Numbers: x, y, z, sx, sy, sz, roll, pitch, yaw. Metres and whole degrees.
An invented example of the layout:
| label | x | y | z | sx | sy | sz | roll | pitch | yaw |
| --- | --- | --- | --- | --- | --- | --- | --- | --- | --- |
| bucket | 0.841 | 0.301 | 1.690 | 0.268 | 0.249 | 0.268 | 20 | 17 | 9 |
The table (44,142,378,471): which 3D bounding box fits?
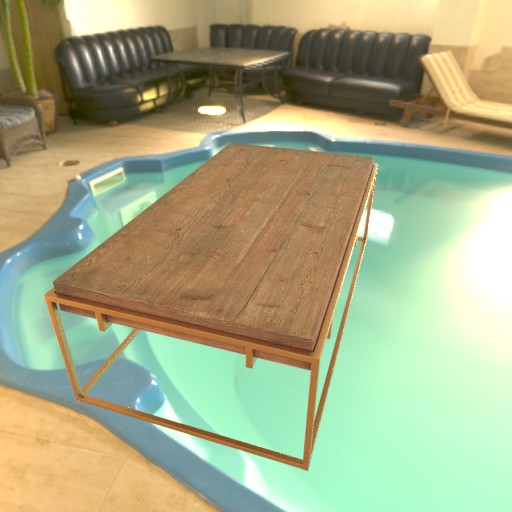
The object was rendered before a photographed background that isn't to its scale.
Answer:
| label | x | y | z | sx | sy | sz | roll | pitch | yaw |
| --- | --- | --- | --- | --- | --- | --- | --- | --- | --- |
| table | 0.000 | 0.000 | 1.786 | 0.775 | 0.468 | 1.387 | 10 | 33 | 16 |
